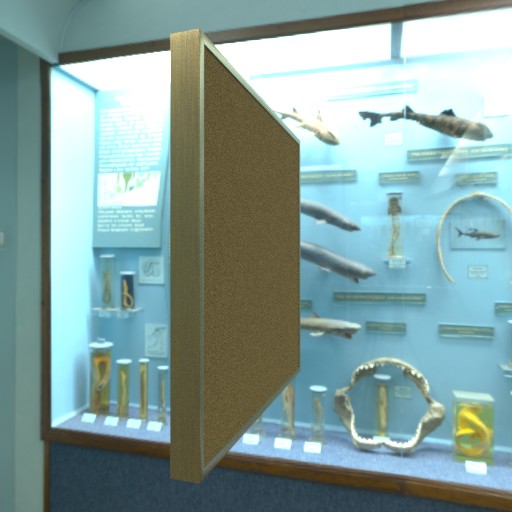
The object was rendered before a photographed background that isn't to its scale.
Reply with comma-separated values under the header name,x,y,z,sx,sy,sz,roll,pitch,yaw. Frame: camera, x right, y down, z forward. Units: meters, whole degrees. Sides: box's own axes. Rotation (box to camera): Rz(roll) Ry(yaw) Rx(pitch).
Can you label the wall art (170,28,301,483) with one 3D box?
name,x,y,z,sx,sy,sz,roll,pitch,yaw
wall art,0.000,0.000,0.737,0.037,0.505,0.505,0,0,18
